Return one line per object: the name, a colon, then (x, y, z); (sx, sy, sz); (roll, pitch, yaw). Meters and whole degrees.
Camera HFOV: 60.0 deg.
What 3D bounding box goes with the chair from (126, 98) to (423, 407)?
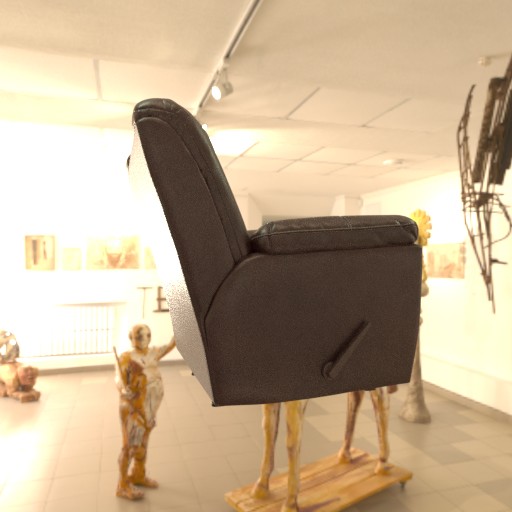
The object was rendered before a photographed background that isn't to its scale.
chair: (0.000, 0.000, 1.882); (1.041, 1.093, 0.990); (0, 0, -18)
